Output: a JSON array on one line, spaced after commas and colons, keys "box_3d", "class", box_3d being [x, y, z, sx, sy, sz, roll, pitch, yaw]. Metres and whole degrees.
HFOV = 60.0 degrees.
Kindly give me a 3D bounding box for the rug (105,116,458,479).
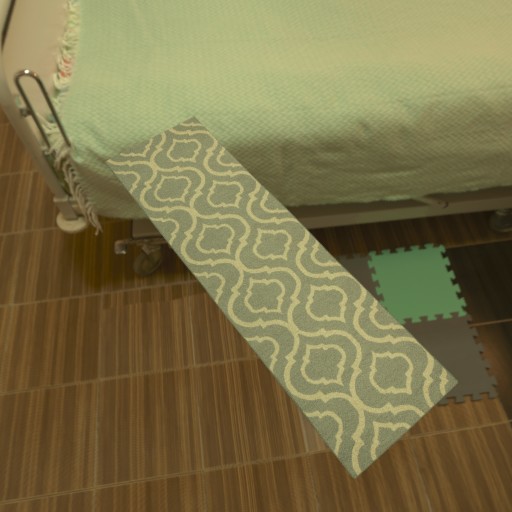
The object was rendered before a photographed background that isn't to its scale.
[{"box_3d": [0.000, 0.000, 2.452, 0.684, 0.009, 2.275, -33, 65, -18], "class": "rug"}]
